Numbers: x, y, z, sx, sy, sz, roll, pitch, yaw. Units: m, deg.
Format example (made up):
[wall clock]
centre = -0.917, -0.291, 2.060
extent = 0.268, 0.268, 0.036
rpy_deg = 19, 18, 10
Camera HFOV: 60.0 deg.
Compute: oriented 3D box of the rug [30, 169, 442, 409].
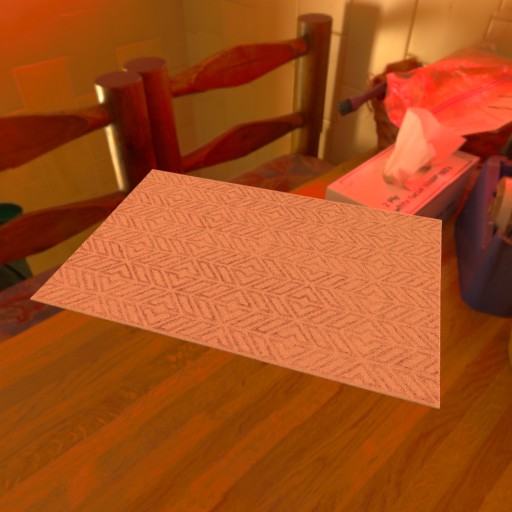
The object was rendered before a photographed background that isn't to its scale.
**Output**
[rug]
centre = 0.000, 0.000, 2.296
extent = 1.828, 0.007, 1.220
rpy_deg = 12, 43, 13
